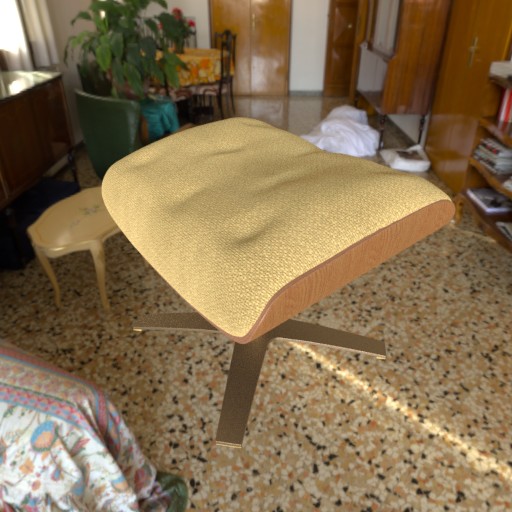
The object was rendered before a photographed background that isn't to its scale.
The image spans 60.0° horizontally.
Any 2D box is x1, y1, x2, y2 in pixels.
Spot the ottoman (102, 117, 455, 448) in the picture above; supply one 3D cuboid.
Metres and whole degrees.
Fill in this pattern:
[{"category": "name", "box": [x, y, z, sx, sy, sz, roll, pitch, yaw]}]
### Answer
[{"category": "ottoman", "box": [0.000, 0.000, 0.812, 0.394, 0.391, 0.520, -20, 36, -30]}]
